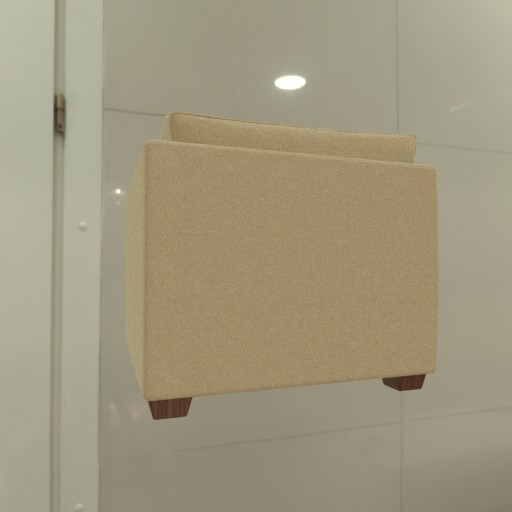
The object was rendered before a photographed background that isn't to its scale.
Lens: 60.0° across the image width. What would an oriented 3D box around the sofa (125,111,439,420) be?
[{"bbox_3d":[0.000,0.000,1.987,1.084,1.002,1.146,1,-2,-19],"label":"sofa"}]
